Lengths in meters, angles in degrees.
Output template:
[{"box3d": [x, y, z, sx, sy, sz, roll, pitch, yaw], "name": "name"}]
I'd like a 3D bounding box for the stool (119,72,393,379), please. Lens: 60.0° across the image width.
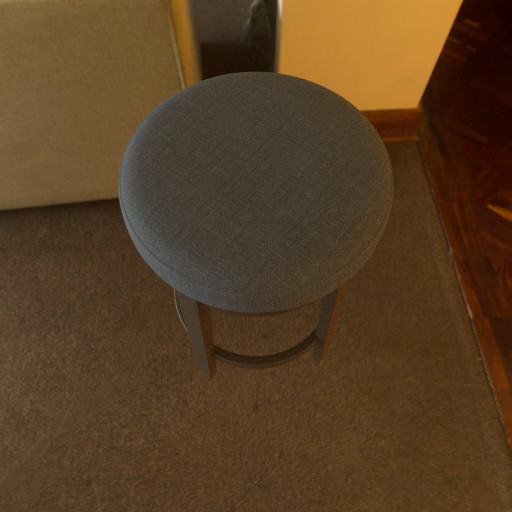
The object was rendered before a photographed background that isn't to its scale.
[{"box3d": [0.000, 0.000, 0.949, 0.449, 0.655, 0.449, 0, 63, 0], "name": "stool"}]
